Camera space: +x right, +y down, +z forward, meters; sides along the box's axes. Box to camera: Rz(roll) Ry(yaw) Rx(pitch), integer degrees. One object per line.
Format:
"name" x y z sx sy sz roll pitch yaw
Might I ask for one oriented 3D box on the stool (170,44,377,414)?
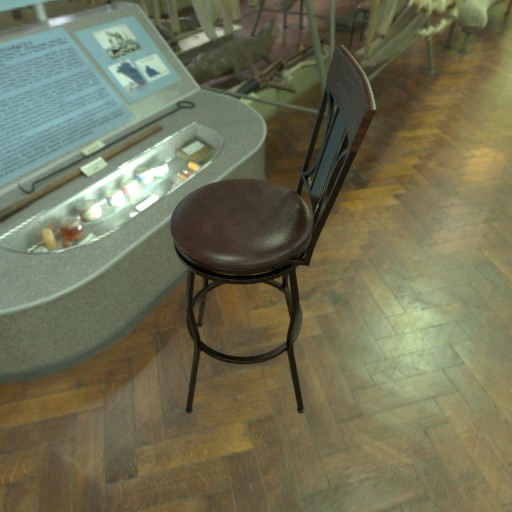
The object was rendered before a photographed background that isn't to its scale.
"stool" 0.000 0.000 1.400 0.513 1.130 0.448 0 40 0
